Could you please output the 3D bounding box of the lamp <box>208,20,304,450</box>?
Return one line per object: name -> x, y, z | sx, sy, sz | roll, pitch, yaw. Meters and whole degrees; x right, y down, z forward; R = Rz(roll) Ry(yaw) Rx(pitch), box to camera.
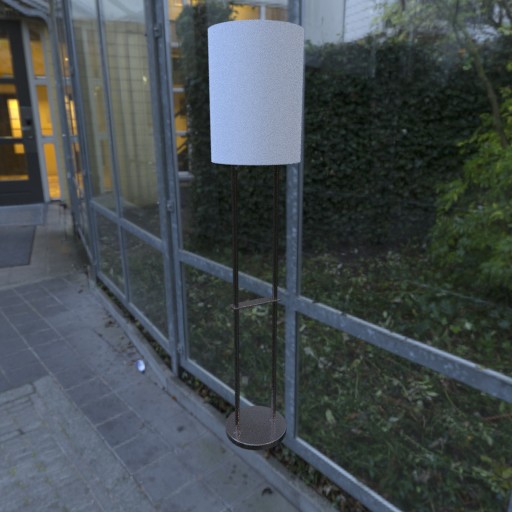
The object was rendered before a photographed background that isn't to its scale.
lamp -> 0.000, 0.000, 1.626 | 0.306, 1.500, 0.305 | -8, 18, -27
